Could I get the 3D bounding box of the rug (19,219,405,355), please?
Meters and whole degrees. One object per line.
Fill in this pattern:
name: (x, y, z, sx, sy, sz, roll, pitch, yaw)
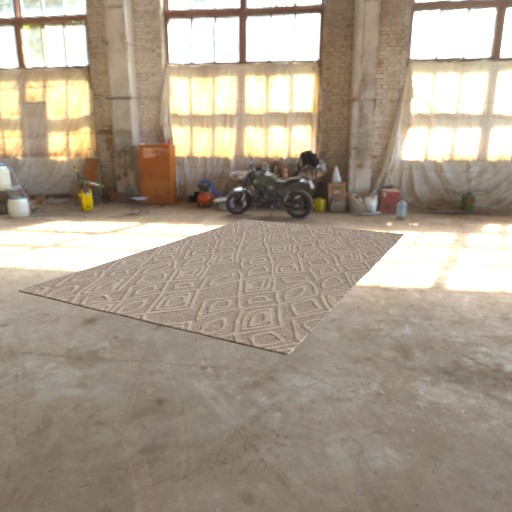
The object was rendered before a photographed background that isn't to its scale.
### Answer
rug: (0.000, 0.000, 3.011, 1.546, 0.010, 2.442, 8, 16, 27)
